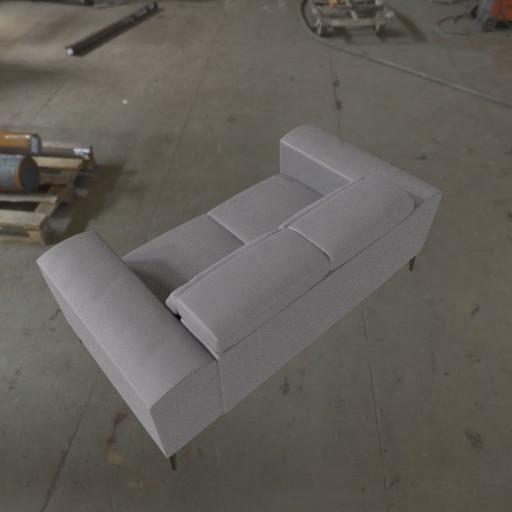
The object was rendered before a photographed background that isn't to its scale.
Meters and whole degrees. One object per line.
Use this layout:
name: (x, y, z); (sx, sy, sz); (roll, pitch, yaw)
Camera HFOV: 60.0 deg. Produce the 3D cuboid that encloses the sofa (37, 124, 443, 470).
sofa: (0.000, 0.000, 2.395); (1.895, 0.779, 1.003); (-32, 54, -28)
